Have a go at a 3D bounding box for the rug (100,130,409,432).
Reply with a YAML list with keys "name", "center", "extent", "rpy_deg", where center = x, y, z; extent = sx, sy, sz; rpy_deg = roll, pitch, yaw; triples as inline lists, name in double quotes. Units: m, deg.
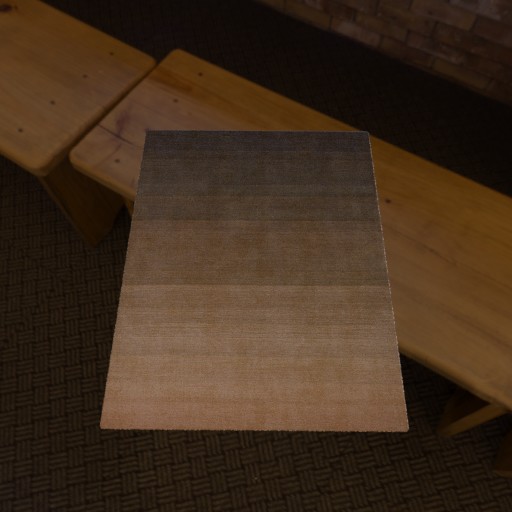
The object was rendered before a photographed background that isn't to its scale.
- name: "rug"
  center: [0.000, 0.000, 3.940]
  extent: [2.305, 0.017, 2.902]
  rpy_deg: [0, 63, 0]
